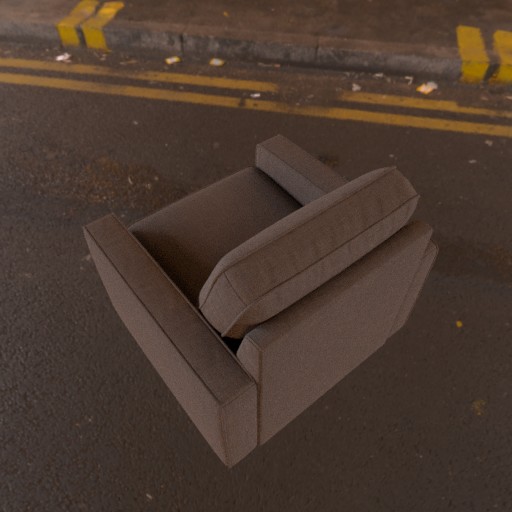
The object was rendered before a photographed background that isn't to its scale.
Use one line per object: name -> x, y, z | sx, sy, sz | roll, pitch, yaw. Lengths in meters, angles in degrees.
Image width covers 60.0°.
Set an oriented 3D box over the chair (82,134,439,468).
chair -> 0.000, 0.000, 1.733 | 1.017, 0.919, 0.940 | -31, 56, -24
